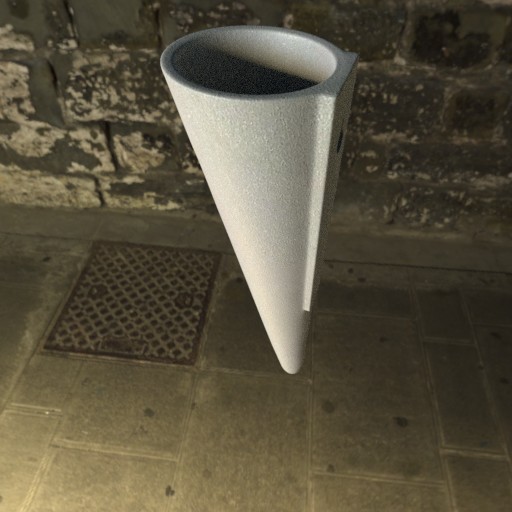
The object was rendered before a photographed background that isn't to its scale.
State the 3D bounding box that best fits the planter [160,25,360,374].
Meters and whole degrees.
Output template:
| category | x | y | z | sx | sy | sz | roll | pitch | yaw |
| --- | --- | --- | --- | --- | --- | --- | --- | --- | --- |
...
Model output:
| category | x | y | z | sx | sy | sz | roll | pitch | yaw |
| --- | --- | --- | --- | --- | --- | --- | --- | --- | --- |
| planter | 0.000 | 0.000 | 0.216 | 0.064 | 0.191 | 0.057 | 15 | 49 | 14 |
